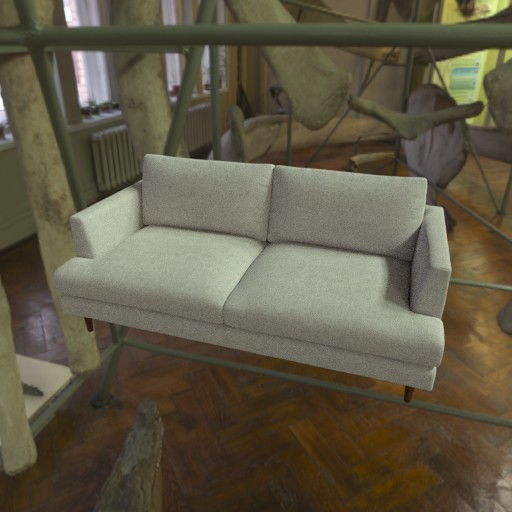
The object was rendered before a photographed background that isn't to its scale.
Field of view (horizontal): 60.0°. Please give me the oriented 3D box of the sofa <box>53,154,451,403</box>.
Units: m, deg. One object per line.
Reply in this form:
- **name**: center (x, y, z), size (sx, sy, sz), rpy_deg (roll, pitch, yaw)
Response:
- **sofa**: center (0.000, 0.000, 2.478), size (1.948, 0.868, 1.020), rpy_deg (8, 28, 16)
